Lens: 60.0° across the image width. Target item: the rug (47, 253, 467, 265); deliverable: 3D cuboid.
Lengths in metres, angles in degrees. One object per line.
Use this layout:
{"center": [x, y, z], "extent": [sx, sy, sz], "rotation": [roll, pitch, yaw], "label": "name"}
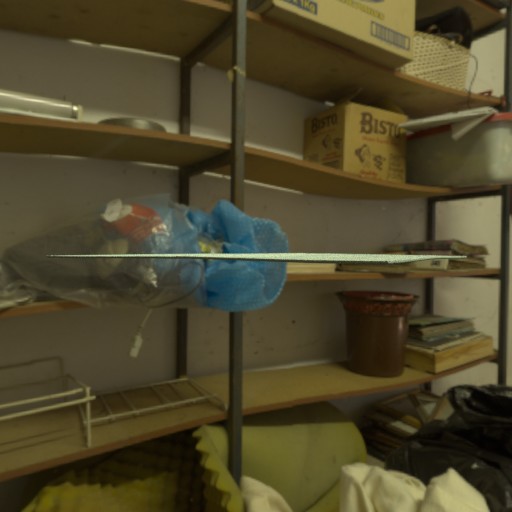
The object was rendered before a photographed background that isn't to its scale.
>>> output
{"center": [0.000, 0.000, 5.181], "extent": [4.078, 0.052, 2.802], "rotation": [1, 1, 35], "label": "rug"}
